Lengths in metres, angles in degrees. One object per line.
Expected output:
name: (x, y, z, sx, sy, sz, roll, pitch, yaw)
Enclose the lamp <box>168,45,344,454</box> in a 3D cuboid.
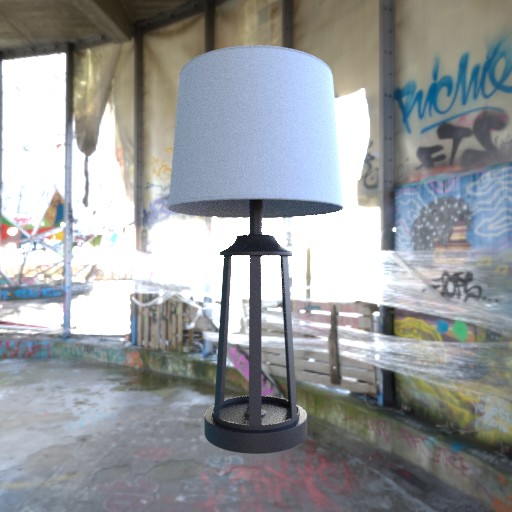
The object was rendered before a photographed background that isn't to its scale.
lamp: (0.000, 0.000, 0.645, 0.251, 0.509, 0.251, 0, 0, 0)
